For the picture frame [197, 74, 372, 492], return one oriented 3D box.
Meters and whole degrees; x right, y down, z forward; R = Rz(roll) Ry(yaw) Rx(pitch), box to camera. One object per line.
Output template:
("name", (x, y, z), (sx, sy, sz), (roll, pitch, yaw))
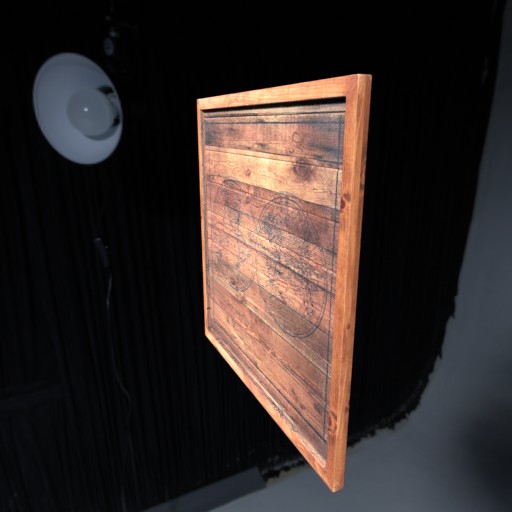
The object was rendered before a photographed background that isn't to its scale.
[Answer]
("picture frame", (0.000, 0.000, 1.170), (0.029, 0.817, 0.810), (-8, 18, -24))
